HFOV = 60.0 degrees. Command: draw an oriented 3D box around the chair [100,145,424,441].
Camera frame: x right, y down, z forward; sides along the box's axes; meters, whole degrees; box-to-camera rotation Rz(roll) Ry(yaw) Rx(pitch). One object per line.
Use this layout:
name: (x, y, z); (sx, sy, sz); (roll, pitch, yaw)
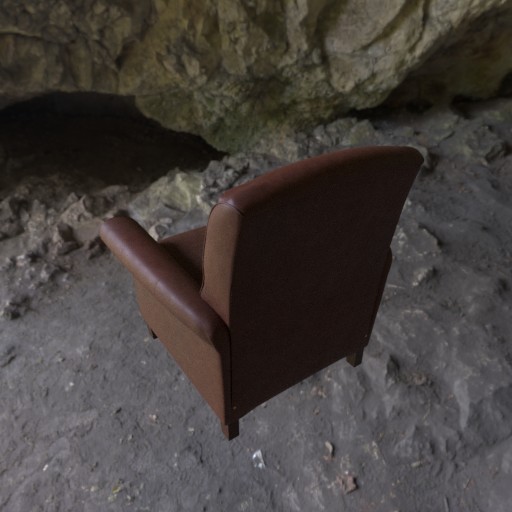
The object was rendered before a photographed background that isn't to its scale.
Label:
chair: (0.000, 0.000, 1.806); (0.978, 1.061, 0.902); (-20, 36, -29)
